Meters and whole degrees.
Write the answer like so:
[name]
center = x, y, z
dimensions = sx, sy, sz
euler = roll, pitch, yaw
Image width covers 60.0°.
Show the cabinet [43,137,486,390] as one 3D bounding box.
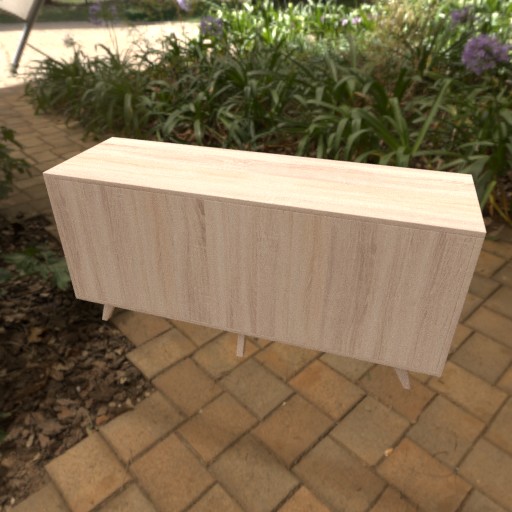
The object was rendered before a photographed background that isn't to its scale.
[cabinet]
center = 0.000, 0.000, 1.987
dimensions = 1.650, 0.780, 0.500
euler = 10, 33, 15
